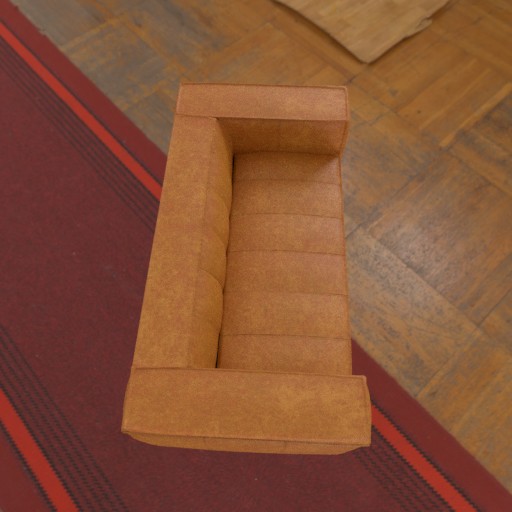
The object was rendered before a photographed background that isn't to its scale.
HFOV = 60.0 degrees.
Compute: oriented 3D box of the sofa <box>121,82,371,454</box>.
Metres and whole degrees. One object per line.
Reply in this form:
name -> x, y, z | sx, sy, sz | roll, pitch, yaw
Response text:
sofa -> 0.000, 0.000, 2.581 | 1.102, 0.703, 2.088 | 2, 63, 1
